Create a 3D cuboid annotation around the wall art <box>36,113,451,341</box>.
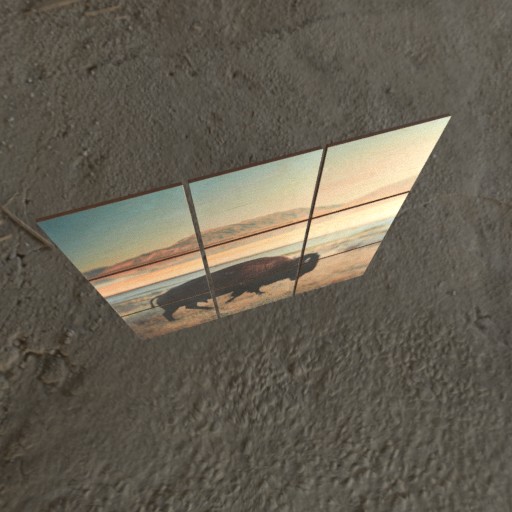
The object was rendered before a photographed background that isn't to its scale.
[{"bbox_3d":[0.000,0.000,1.800,1.221,1.218,0.019,-16,66,-7],"label":"wall art"}]
